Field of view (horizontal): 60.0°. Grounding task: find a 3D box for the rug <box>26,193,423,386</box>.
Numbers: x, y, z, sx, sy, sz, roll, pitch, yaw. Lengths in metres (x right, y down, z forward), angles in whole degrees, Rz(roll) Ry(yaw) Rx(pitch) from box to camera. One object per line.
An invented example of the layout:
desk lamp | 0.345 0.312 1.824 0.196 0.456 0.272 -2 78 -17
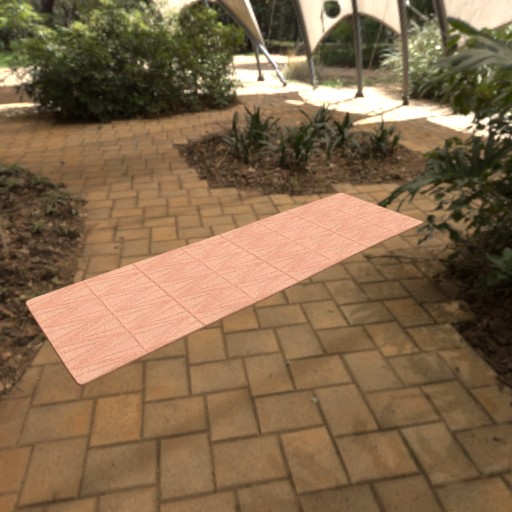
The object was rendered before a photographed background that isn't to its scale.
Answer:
rug | 0.000 0.000 2.673 2.435 0.015 0.760 -22 36 -34
